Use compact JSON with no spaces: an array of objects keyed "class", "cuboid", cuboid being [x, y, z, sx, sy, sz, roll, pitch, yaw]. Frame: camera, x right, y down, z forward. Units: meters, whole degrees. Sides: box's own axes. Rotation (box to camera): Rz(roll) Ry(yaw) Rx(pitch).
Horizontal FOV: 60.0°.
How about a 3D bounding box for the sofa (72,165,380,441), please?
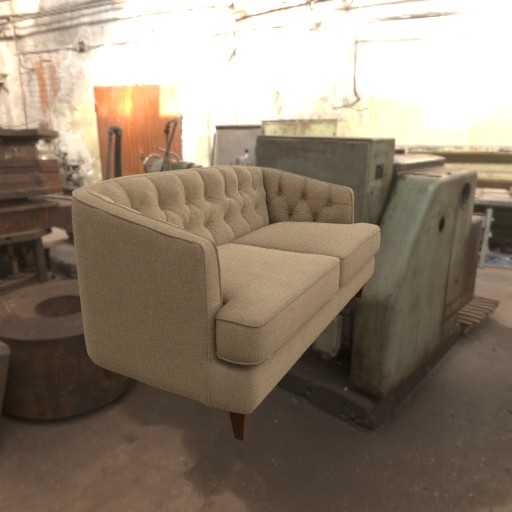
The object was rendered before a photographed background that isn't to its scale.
[{"class":"sofa","cuboid":[0.000,0.000,2.285,0.941,0.855,1.733,8,17,26]}]
